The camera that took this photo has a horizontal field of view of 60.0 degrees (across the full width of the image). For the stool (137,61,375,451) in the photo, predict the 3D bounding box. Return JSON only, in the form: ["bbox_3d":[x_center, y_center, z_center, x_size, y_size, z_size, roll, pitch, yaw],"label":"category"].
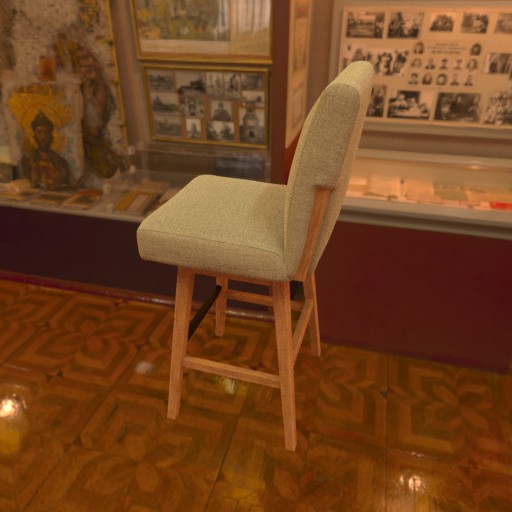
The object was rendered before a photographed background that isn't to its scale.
[{"bbox_3d":[0.000,0.000,1.387,0.569,1.106,0.483,9,31,15],"label":"stool"}]
